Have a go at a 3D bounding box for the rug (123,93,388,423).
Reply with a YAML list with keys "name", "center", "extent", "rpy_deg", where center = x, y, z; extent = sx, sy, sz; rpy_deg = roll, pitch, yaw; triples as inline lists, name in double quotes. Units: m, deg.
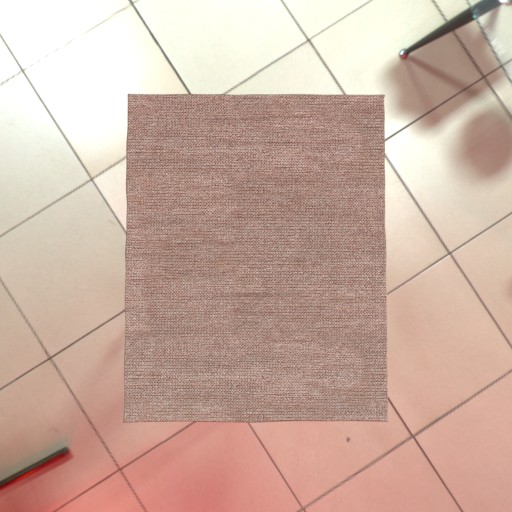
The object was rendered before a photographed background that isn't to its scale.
- name: "rug"
  center: [0.000, 0.000, 4.106]
  extent: [2.429, 0.030, 3.052]
  rpy_deg: [0, 88, 0]
